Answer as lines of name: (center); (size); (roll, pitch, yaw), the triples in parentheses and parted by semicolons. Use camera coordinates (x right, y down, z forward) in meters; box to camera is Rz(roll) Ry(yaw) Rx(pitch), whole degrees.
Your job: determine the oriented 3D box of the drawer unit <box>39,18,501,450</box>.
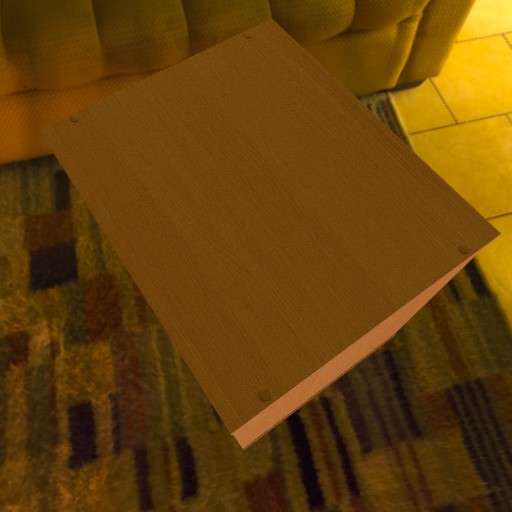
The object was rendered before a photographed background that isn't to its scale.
drawer unit: (0.000, 0.000, 0.576); (0.290, 0.344, 0.349); (-32, 69, -14)
